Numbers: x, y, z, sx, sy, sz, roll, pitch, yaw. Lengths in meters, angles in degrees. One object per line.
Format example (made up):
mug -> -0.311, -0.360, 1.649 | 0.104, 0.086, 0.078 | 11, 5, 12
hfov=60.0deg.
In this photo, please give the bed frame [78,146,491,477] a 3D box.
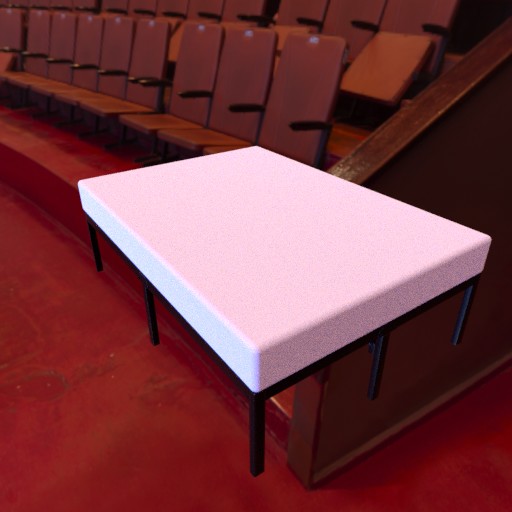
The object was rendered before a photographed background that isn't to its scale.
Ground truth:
bed frame -> 0.000, 0.000, 2.618 | 1.408, 0.659, 1.956 | -19, 35, -30
